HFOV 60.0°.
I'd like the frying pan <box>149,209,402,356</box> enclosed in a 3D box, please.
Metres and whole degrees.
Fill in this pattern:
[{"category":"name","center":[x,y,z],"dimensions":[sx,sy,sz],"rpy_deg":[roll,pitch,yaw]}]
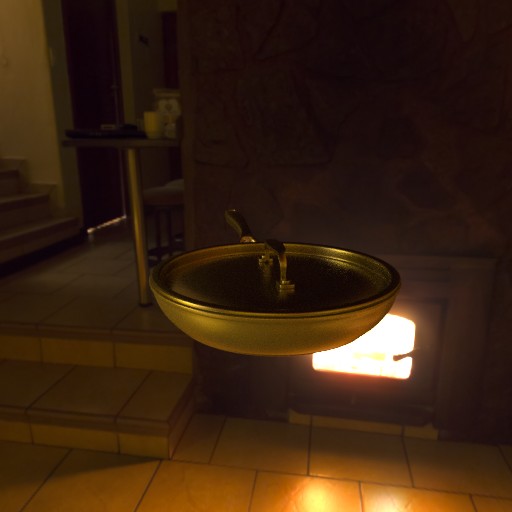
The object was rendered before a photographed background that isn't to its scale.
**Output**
[{"category":"frying pan","center":[0.000,0.000,0.601],"dimensions":[0.272,0.086,0.490],"rpy_deg":[-3,15,-10]}]
